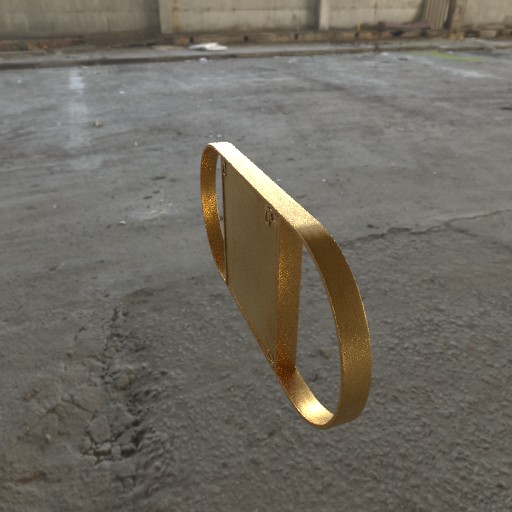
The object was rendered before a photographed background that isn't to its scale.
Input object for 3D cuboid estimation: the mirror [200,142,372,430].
[{"bbox_3d":[0.000,0.000,0.677,0.032,0.254,0.584,-10,31,-17],"label":"mirror"}]
